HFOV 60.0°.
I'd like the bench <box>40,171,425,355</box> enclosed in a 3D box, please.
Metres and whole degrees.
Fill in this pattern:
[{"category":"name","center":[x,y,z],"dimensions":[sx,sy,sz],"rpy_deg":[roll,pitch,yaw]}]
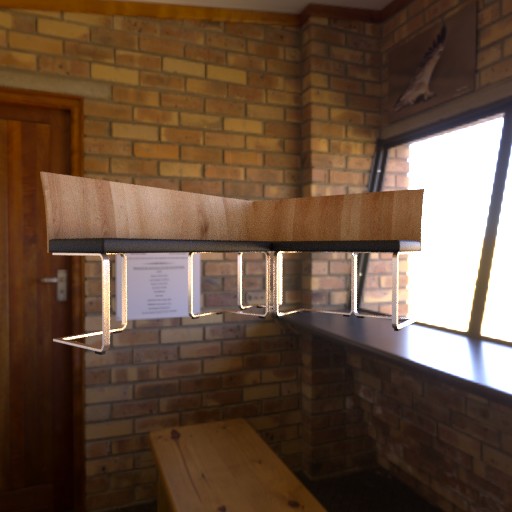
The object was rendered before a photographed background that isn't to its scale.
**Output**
[{"category":"bench","center":[0.000,0.000,2.762],"dimensions":[1.495,0.930,1.945],"rpy_deg":[1,1,36]}]
